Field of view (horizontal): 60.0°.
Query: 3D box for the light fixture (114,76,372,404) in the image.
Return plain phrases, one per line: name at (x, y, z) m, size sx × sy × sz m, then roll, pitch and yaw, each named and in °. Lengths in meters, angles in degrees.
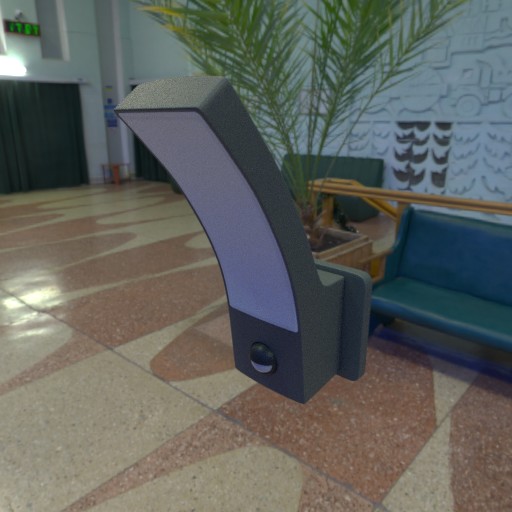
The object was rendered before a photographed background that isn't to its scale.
light fixture at (0.000, 0.000, 0.334) m, size 0.108 × 0.243 × 0.174 m, roll 16°, pitch 23°, yaw 41°
